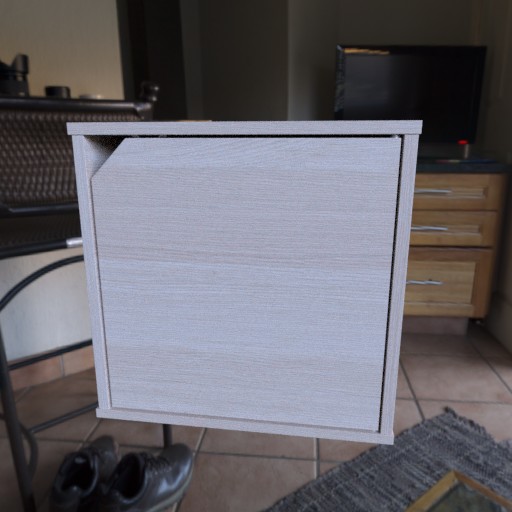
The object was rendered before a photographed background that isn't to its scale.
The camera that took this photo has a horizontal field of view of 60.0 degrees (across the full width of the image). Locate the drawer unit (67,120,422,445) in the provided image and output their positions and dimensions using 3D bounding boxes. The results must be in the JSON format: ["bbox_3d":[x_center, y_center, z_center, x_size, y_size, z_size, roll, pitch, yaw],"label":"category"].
[{"bbox_3d":[0.000,0.000,0.610,0.349,0.344,0.290,2,15,8],"label":"drawer unit"}]
